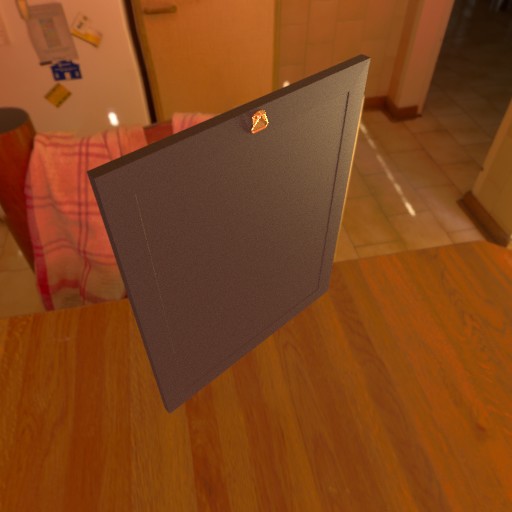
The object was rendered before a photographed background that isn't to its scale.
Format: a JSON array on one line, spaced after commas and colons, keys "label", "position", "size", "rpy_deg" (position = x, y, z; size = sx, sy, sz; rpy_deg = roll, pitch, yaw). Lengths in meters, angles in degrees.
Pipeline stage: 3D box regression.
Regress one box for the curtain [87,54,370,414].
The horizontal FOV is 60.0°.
[{"label": "curtain", "position": [0.000, 0.000, 0.808], "size": [0.483, 0.585, 0.027], "rpy_deg": [-33, 54, -28]}]
